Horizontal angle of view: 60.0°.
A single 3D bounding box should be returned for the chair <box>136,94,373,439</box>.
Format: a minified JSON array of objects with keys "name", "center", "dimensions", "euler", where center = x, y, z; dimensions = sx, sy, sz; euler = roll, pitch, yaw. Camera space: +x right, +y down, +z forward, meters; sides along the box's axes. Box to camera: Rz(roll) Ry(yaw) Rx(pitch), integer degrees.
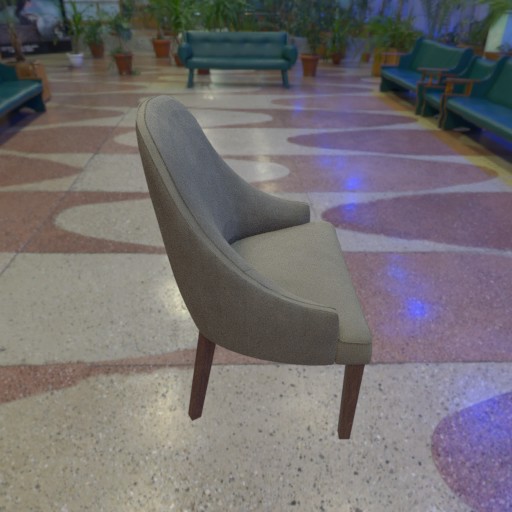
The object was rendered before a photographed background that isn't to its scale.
[{"name":"chair","center":[0.000,0.000,1.313],"dimensions":[0.575,0.889,0.643],"euler":[0,32,-1]}]
